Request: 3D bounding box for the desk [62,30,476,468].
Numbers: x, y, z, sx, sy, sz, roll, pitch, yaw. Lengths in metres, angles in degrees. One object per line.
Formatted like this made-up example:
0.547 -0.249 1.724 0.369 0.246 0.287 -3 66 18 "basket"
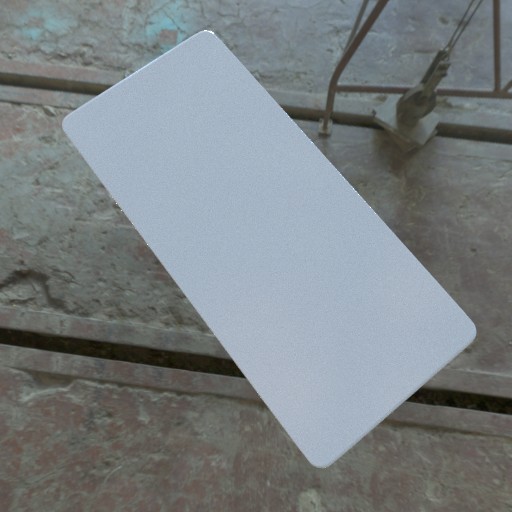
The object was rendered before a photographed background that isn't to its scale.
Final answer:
0.000 0.000 1.587 0.550 0.760 1.200 -37 78 -9 "desk"
